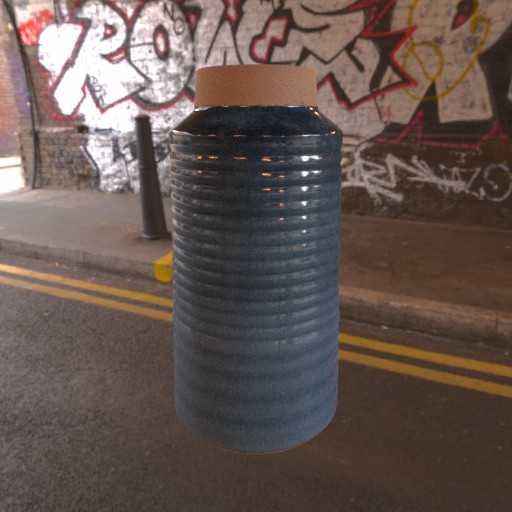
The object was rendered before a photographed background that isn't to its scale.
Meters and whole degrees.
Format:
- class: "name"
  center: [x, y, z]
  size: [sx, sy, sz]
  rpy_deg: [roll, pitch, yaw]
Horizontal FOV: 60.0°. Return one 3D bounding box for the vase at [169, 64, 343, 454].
- class: "vase"
  center: [0.000, 0.000, 0.408]
  size: [0.163, 0.316, 0.163]
  rpy_deg: [0, 18, 0]
